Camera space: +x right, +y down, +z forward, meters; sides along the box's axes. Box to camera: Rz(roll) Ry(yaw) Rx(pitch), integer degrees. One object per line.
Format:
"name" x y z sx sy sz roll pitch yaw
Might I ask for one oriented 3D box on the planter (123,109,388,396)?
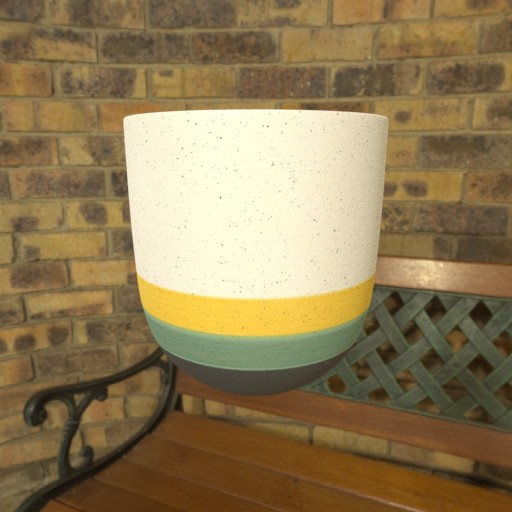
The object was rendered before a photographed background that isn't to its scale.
"planter" 0.000 0.000 0.364 0.195 0.214 0.195 0 14 0
